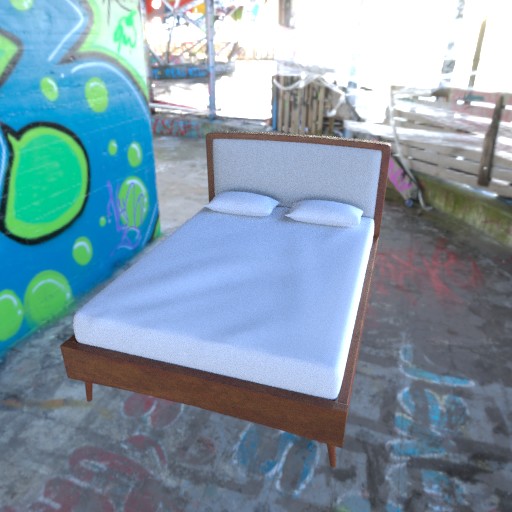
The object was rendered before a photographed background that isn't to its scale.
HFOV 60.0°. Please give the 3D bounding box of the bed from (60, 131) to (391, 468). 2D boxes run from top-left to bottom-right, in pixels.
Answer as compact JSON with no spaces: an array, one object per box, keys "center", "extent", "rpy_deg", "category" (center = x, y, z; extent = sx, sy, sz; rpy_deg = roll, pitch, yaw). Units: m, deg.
[{"center":[0.000,0.000,3.116],"extent":[1.587,1.275,2.196],"rpy_deg":[8,28,16],"category":"bed"}]
